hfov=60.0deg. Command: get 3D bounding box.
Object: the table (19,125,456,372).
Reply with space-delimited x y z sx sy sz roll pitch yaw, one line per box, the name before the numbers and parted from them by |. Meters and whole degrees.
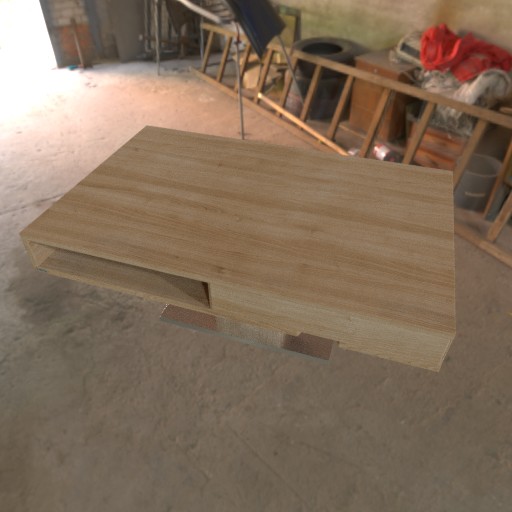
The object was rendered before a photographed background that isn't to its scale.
table | 0.000 0.000 1.444 1.100 0.440 0.700 12 42 14
